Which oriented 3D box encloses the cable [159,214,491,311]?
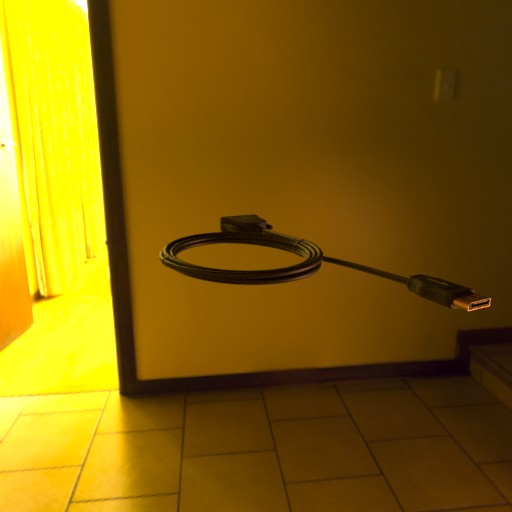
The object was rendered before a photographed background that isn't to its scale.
[{"bbox_3d":[0.000,0.000,0.324,0.136,0.015,0.281,-7,16,-26],"label":"cable"}]
